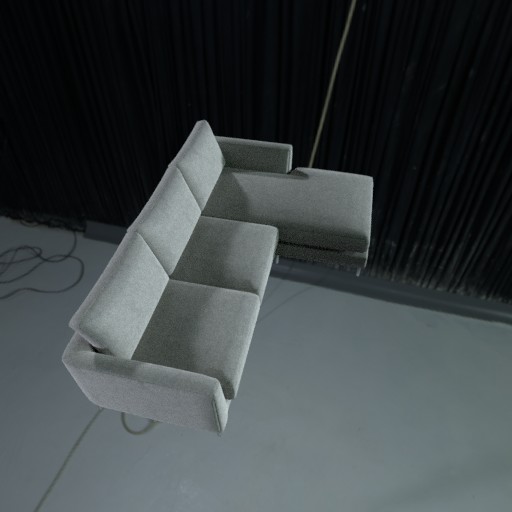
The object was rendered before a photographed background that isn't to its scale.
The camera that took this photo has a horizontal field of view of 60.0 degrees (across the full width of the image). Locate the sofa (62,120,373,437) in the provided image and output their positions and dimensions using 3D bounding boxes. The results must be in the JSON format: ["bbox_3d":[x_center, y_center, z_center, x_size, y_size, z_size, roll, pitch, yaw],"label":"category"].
[{"bbox_3d":[0.000,0.000,3.178,1.626,0.864,2.438,9,46,9],"label":"sofa"}]
